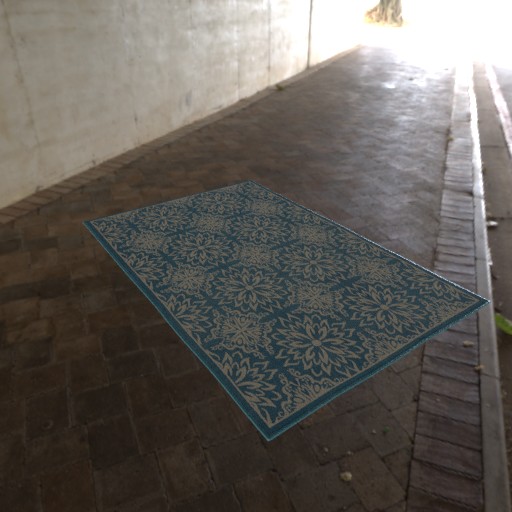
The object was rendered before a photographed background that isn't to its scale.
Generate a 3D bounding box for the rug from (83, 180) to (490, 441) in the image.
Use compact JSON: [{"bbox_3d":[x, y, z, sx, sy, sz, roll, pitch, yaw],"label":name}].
[{"bbox_3d":[0.000,0.000,2.275,1.211,0.012,1.833,-20,36,-30],"label":"rug"}]
